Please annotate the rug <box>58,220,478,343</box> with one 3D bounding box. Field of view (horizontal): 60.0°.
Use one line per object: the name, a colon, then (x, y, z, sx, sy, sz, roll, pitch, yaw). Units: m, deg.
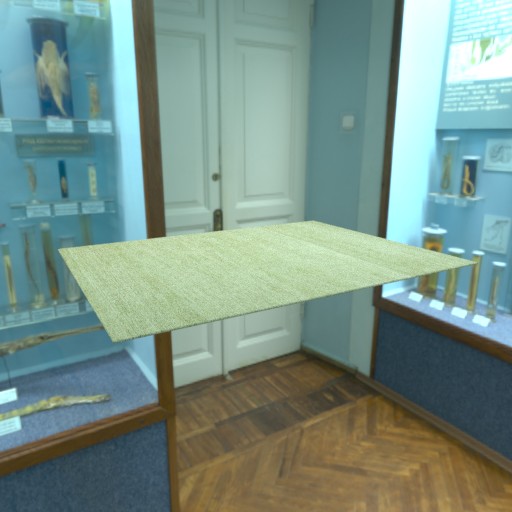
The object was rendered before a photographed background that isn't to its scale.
rug: (0.000, 0.000, 4.210, 3.198, 0.016, 2.425, -8, 17, -29)
